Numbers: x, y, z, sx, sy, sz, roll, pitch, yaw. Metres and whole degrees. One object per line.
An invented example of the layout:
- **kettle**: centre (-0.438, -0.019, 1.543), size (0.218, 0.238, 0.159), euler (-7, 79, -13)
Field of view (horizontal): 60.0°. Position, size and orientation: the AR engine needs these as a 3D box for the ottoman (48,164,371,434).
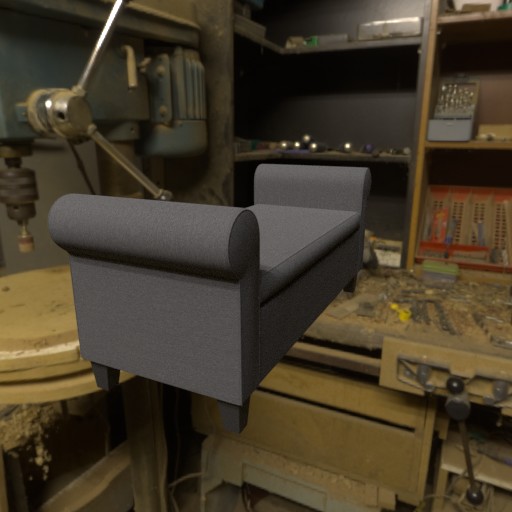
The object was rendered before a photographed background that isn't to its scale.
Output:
- **ottoman**: centre (0.000, 0.000, 1.558), size (0.521, 0.547, 1.256), euler (8, 18, 25)
